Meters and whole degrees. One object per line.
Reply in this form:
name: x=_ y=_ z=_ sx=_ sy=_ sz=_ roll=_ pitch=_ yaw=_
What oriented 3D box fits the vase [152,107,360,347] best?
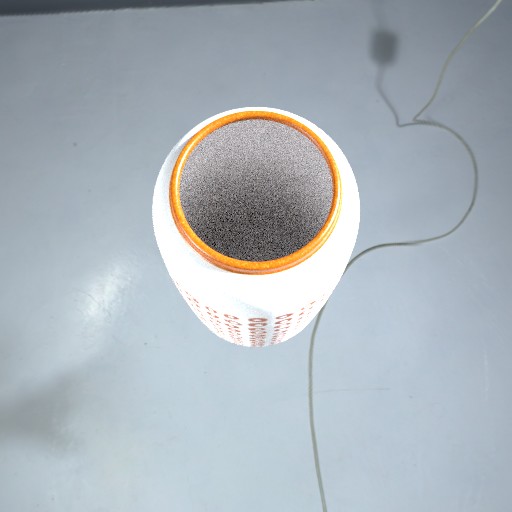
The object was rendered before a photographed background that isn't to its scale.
vase: x=0.000 y=0.000 z=0.348 sx=0.133 sy=0.282 sz=0.133 roll=0 pitch=76 yaw=0
